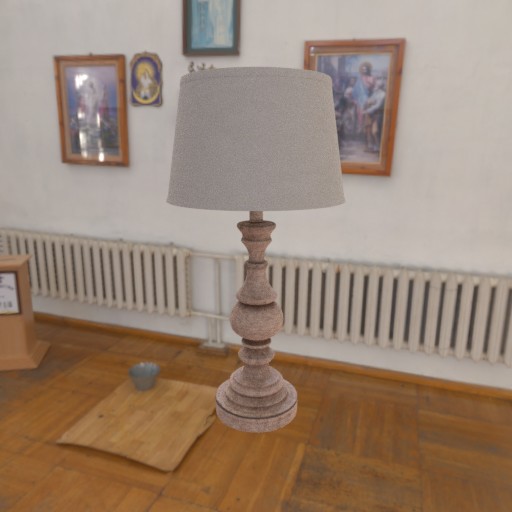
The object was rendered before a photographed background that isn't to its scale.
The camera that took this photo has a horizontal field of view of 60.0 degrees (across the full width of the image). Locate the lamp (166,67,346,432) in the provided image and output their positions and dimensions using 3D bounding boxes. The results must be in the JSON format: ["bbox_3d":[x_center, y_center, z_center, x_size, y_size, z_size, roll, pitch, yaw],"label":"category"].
[{"bbox_3d":[0.000,0.000,0.882,0.340,0.678,0.340,0,13,0],"label":"lamp"}]
